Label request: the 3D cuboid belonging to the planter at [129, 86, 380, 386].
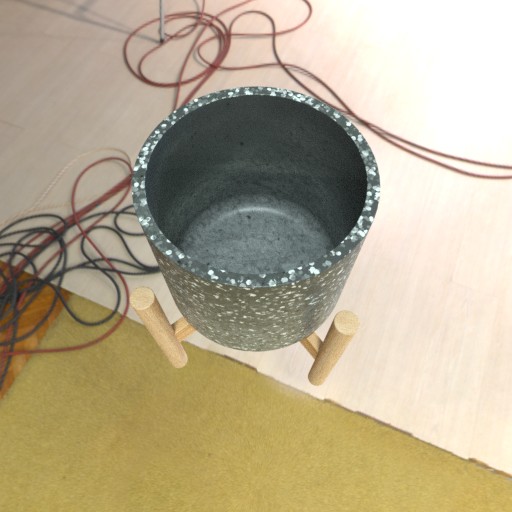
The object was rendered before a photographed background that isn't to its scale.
[{"bbox_3d":[0.000,0.000,0.540,0.284,0.320,0.284,-14,63,-7],"label":"planter"}]
